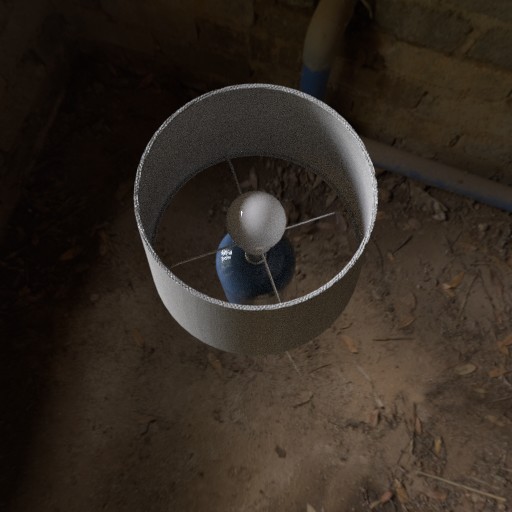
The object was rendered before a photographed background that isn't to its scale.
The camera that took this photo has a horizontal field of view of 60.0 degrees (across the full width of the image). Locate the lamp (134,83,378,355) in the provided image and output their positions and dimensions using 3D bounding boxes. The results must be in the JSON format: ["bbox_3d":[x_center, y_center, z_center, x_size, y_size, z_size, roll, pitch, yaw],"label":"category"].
[{"bbox_3d":[0.000,0.000,0.569,0.253,0.428,0.253,0,75,0],"label":"lamp"}]
